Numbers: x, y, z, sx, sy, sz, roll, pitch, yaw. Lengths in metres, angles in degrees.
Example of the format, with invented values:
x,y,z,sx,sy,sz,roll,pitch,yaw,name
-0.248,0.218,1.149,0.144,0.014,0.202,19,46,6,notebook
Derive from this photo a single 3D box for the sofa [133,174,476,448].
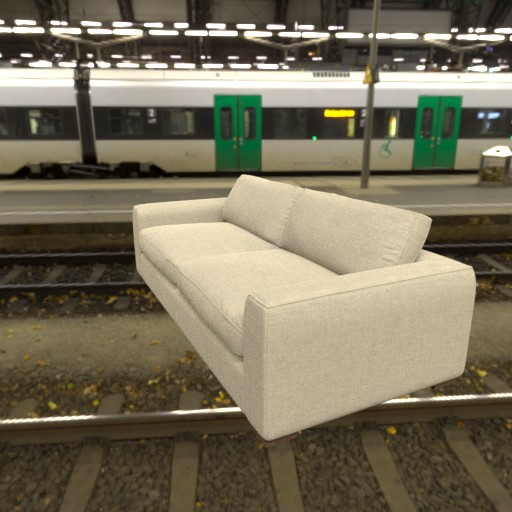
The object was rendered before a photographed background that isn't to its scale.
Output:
x,y,z,sx,sy,sz,roll,pitch,yaw,name
0.000,0.000,2.694,1.070,0.801,2.262,-8,18,-25,sofa
